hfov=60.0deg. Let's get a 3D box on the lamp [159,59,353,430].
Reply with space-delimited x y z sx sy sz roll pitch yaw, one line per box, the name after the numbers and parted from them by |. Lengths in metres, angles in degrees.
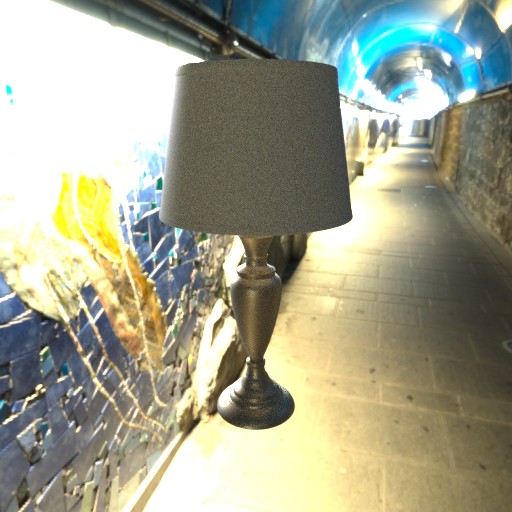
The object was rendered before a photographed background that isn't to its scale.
0.000 0.000 0.787 0.328 0.612 0.328 0 16 0 | lamp
